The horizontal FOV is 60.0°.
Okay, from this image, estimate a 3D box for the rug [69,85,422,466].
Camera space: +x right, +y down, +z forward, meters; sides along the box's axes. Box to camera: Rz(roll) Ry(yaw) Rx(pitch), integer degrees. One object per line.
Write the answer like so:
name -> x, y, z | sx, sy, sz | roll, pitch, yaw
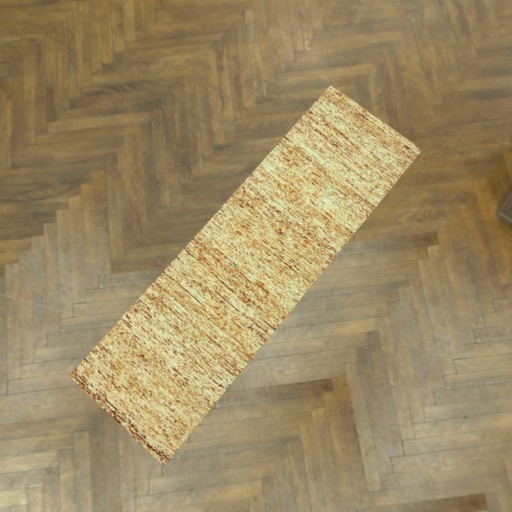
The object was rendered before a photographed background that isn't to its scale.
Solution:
rug -> 0.000, 0.000, 2.456 | 0.680, 0.014, 2.237 | 39, 79, 9
